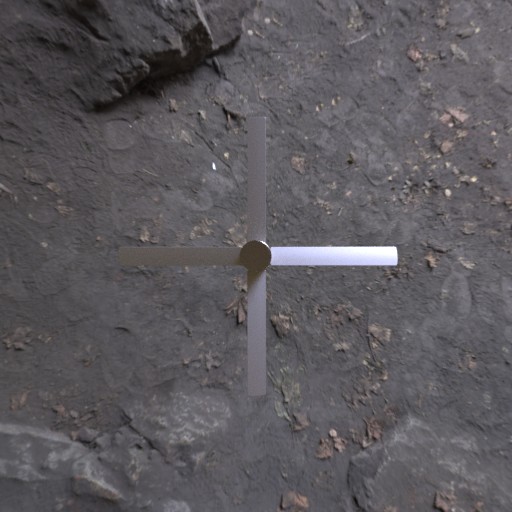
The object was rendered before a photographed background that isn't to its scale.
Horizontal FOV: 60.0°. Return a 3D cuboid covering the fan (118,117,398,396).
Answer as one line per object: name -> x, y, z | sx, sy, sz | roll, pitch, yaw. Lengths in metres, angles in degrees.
fan -> 0.000, 0.000, 1.990 | 1.322, 0.355, 1.322 | 0, 89, 2
